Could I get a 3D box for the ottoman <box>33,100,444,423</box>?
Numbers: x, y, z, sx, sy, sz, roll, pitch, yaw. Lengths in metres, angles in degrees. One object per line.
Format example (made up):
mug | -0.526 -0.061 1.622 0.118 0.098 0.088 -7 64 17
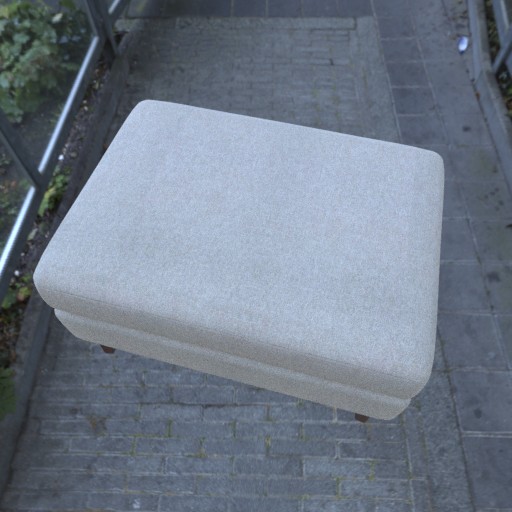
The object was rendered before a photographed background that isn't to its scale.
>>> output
ottoman | 0.000 0.000 1.156 0.823 0.478 0.610 13 59 8
